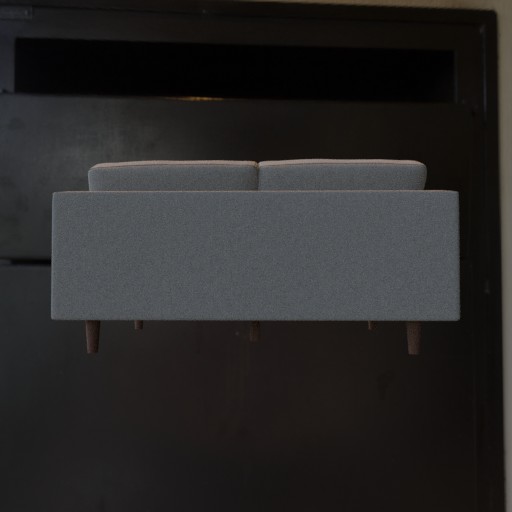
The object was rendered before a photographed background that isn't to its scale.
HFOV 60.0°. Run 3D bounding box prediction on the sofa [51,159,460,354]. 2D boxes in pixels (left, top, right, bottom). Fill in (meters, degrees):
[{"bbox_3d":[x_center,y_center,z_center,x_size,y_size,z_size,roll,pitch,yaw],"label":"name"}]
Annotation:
[{"bbox_3d":[0.000,0.000,2.373,1.731,0.900,1.000,0,-1,1],"label":"sofa"}]
